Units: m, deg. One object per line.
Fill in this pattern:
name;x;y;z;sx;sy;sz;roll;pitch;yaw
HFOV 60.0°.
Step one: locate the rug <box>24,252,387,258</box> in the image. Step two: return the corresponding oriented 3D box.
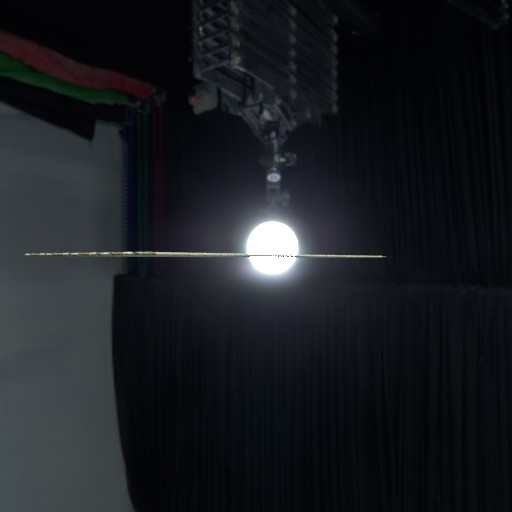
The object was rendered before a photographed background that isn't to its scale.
rug;0.000;0.000;2.726;0.769;0.013;2.440;0;-1;36
